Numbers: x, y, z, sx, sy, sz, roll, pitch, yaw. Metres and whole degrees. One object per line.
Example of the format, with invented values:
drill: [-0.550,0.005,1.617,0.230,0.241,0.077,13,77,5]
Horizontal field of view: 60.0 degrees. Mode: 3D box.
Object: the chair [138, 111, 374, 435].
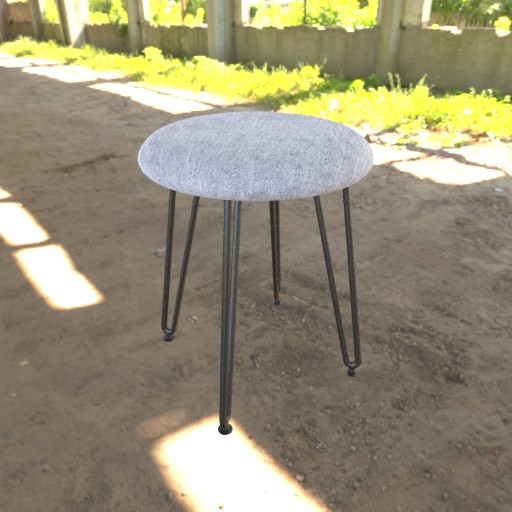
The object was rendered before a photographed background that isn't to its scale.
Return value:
chair: [0.000,0.000,0.671,0.350,0.386,0.350,8,30,14]
